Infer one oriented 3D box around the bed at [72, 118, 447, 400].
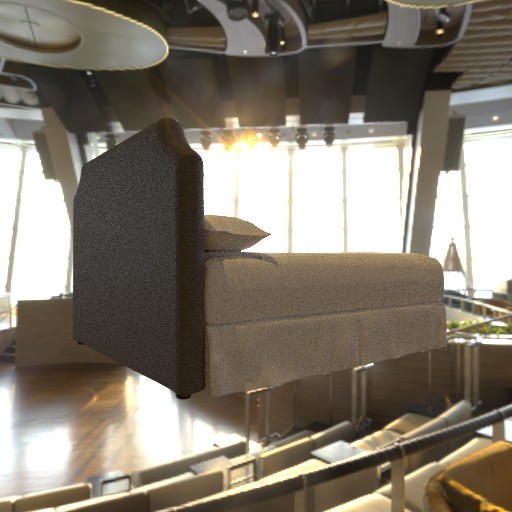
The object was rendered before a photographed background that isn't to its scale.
[{"bbox_3d":[0.000,0.000,3.870,2.536,1.561,2.194,0,-1,-37],"label":"bed"}]
